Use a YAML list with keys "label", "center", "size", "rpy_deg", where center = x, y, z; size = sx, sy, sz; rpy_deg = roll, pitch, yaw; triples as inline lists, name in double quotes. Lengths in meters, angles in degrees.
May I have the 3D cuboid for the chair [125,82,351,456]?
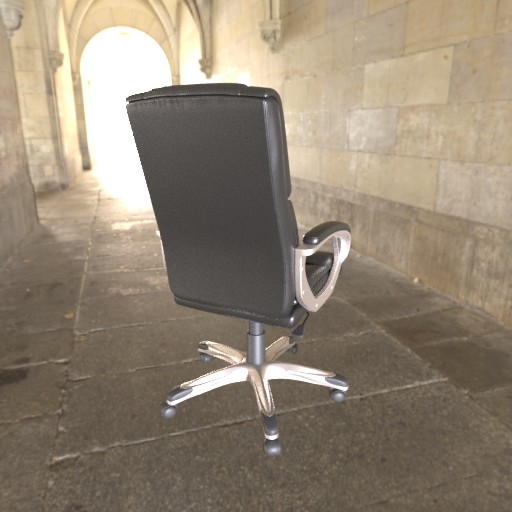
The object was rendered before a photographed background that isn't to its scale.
- label: "chair"
  center: [0.000, 0.000, 1.650]
  size: [0.700, 1.145, 0.780]
  rpy_deg: [8, 18, 26]
